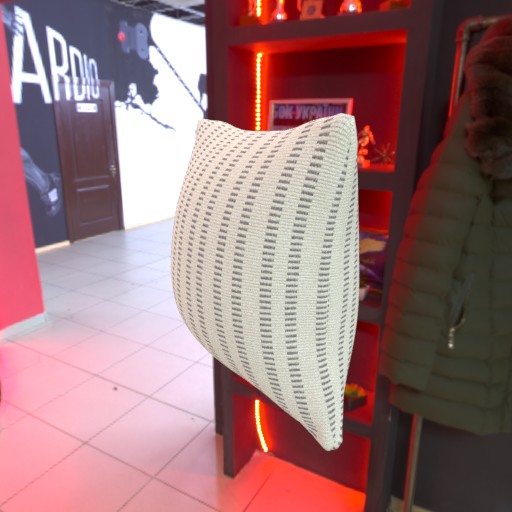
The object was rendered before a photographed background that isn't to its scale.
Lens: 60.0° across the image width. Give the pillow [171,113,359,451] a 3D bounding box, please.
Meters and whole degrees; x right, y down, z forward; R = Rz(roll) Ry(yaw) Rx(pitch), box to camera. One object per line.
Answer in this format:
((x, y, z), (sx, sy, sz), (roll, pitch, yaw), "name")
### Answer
((0.000, 0.000, 0.697), (0.247, 0.419, 0.438), (-9, 19, -27), "pillow")
